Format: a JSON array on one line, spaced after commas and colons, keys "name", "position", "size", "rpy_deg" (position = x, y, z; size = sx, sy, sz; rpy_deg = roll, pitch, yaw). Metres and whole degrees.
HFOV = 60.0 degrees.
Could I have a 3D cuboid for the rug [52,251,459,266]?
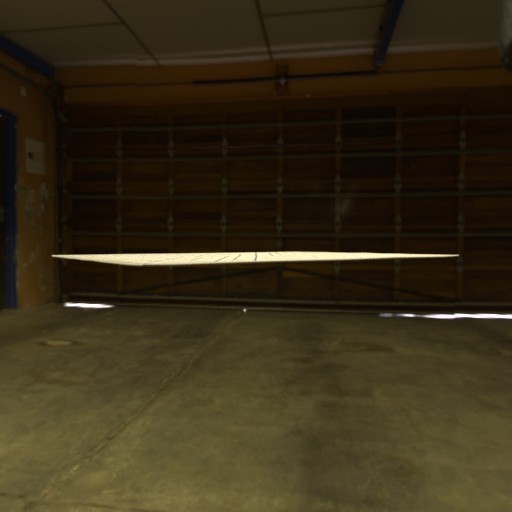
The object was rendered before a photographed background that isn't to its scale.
[{"name": "rug", "position": [0.000, 0.000, 4.500], "size": [3.381, 0.026, 2.436], "rpy_deg": [-1, 2, -36]}]
